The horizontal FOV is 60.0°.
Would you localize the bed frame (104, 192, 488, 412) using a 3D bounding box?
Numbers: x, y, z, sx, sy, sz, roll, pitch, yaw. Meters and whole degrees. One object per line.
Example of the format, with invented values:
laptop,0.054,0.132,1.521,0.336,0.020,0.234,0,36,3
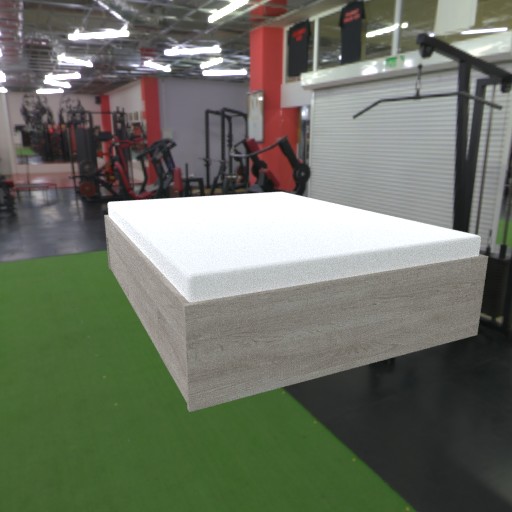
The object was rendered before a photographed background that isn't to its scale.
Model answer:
bed frame,0.000,0.000,2.630,1.448,0.490,1.944,-7,17,-25
